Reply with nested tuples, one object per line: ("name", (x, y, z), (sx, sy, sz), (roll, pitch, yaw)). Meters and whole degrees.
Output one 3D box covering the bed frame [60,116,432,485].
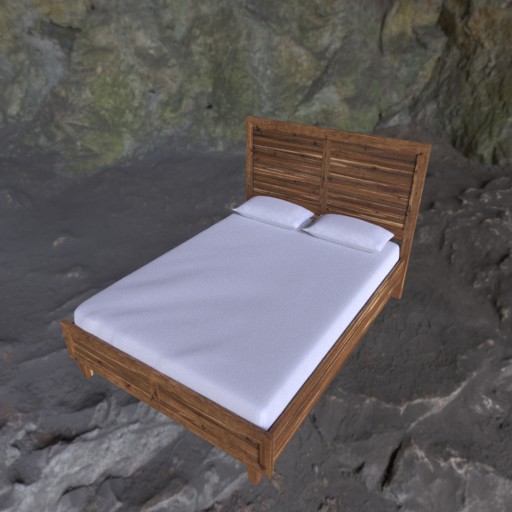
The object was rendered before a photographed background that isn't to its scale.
("bed frame", (0.000, 0.000, 3.310), (1.696, 1.417, 2.276), (18, 35, 29))
